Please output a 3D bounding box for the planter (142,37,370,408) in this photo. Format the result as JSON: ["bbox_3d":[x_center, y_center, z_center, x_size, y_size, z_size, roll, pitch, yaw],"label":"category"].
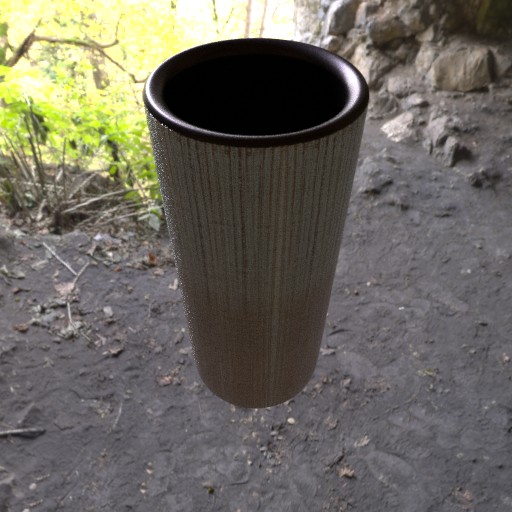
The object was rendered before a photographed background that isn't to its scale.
[{"bbox_3d":[0.000,0.000,0.278,0.100,0.227,0.100,24,51,21],"label":"planter"}]
